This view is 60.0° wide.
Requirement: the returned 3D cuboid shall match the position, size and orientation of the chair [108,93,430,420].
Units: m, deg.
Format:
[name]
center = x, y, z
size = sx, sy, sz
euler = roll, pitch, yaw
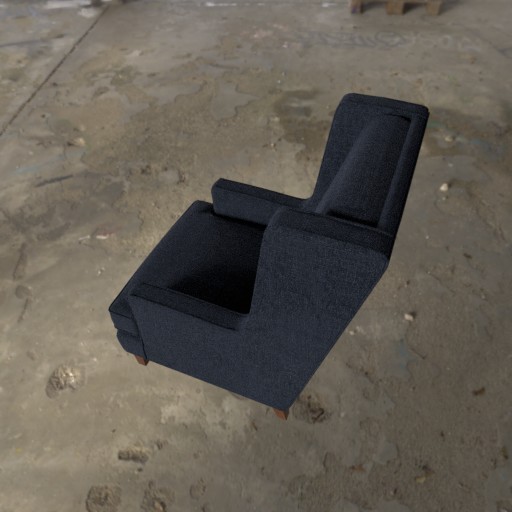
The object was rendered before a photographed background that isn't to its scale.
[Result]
[chair]
center = 0.000, 0.000, 1.717
size = 0.947, 1.072, 0.764
euler = 16, 48, 15
